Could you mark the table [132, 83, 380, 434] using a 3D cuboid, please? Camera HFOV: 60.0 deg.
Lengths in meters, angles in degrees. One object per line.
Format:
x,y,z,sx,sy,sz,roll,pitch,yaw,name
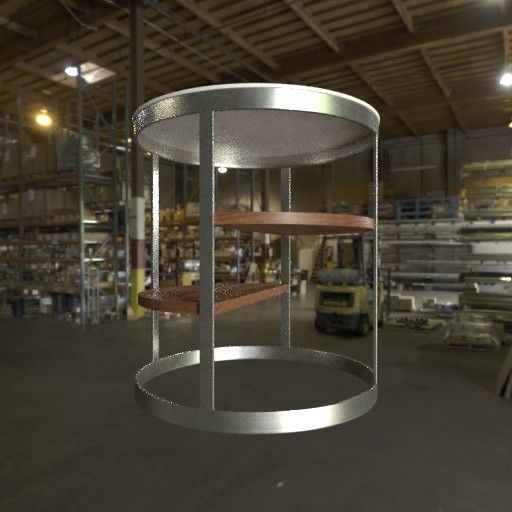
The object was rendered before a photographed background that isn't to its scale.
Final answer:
0.000,0.000,0.759,0.407,0.447,0.407,0,0,0,table
